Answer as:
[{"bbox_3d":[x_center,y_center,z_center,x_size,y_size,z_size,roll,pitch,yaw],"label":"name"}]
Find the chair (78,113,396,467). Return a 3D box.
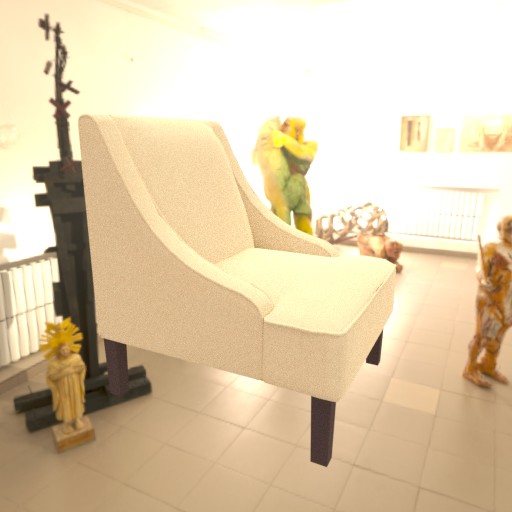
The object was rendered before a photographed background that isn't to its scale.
[{"bbox_3d":[0.000,0.000,1.462,0.806,0.886,0.689,8,17,26],"label":"chair"}]
